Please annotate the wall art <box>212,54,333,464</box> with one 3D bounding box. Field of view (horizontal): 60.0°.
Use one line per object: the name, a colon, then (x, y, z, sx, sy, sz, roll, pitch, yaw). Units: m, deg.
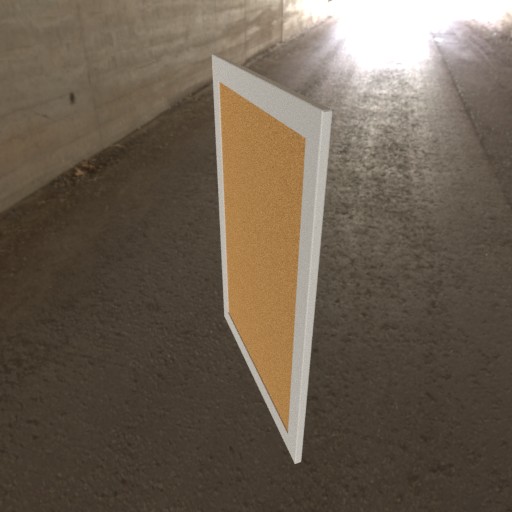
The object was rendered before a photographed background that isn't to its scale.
wall art: (0.000, 0.000, 0.688, 0.012, 0.529, 0.374, -11, 34, -17)
